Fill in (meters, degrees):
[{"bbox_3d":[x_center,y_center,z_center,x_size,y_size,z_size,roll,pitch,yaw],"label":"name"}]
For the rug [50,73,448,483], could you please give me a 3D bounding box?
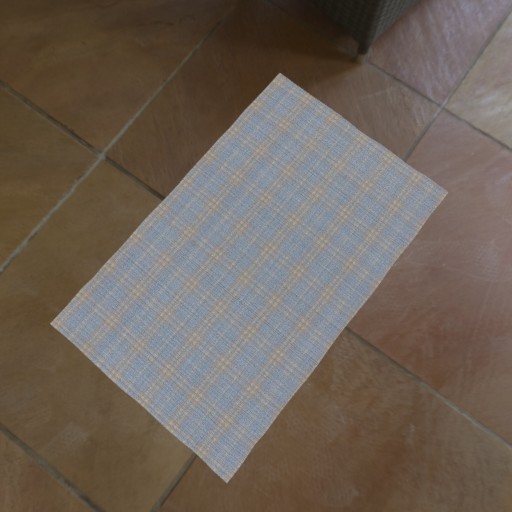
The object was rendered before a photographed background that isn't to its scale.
[{"bbox_3d":[0.000,0.000,3.050,1.545,0.016,2.460,38,80,8],"label":"rug"}]
